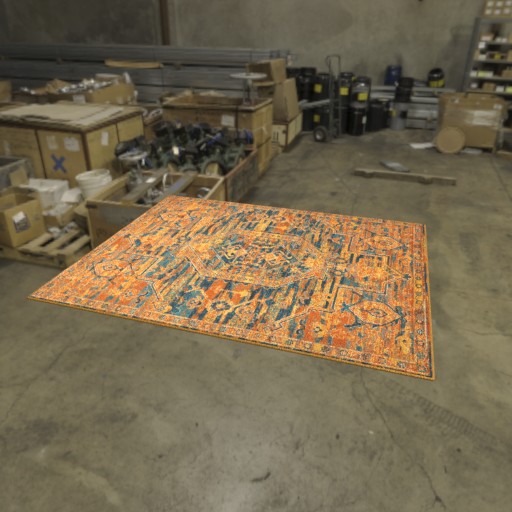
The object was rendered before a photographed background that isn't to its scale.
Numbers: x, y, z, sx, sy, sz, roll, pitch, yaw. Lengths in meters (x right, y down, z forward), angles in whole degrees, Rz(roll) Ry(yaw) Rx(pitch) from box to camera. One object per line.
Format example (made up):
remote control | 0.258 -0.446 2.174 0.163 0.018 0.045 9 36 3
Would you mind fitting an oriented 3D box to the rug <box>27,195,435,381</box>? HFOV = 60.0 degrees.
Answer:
rug | 0.000 0.000 4.115 3.040 0.031 2.435 8 29 15
